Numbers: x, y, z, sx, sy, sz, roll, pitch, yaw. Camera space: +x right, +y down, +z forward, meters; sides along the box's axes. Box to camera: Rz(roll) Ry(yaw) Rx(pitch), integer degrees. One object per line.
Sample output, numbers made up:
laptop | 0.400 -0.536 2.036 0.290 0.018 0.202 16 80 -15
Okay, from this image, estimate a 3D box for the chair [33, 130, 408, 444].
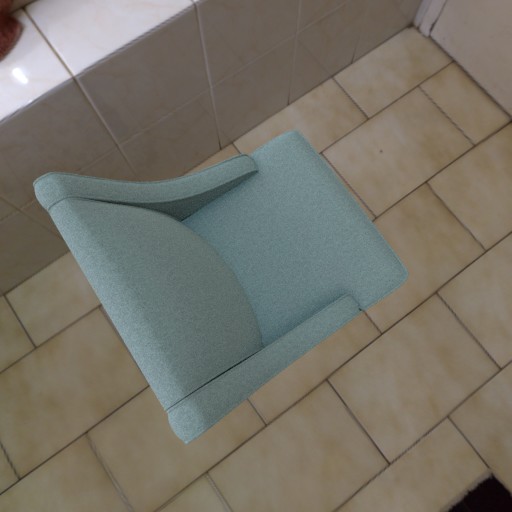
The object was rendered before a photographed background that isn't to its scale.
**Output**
chair | 0.000 0.000 1.798 1.025 1.133 0.857 -33 78 -8
